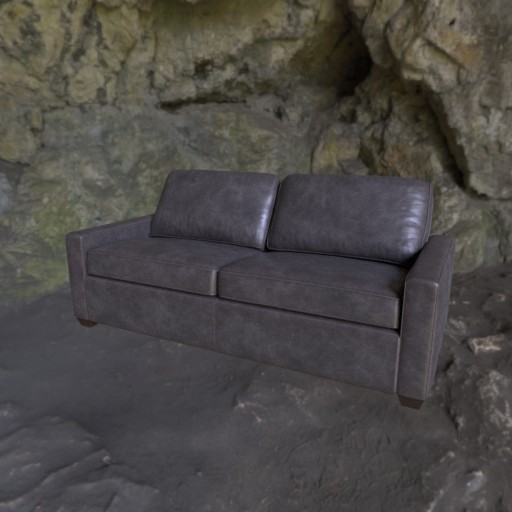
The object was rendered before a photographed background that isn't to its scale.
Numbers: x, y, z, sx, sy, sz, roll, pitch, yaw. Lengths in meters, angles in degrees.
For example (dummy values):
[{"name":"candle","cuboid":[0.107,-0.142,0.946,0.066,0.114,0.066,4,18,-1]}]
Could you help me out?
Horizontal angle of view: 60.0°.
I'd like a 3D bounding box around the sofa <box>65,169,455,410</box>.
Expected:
[{"name":"sofa","cuboid":[0.000,0.000,2.577,2.081,0.916,0.939,7,16,26]}]
